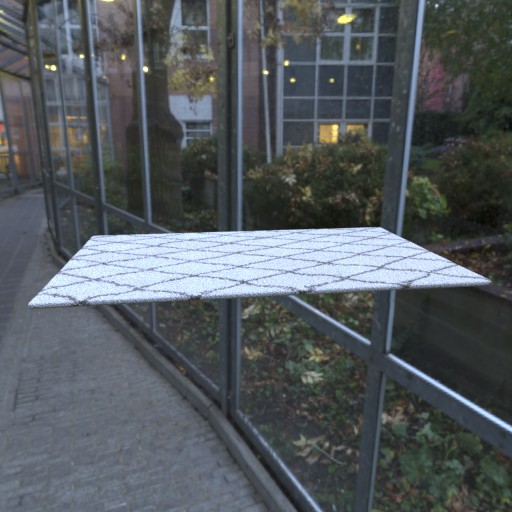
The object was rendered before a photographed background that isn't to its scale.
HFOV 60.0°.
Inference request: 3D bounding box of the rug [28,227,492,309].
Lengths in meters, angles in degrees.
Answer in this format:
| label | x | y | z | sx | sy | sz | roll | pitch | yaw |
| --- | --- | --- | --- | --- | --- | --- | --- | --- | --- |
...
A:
| label | x | y | z | sx | sy | sz | roll | pitch | yaw |
| --- | --- | --- | --- | --- | --- | --- | --- | --- | --- |
| rug | 0.000 | 0.000 | 3.015 | 2.438 | 0.030 | 1.524 | -2 | 15 | -8 |
